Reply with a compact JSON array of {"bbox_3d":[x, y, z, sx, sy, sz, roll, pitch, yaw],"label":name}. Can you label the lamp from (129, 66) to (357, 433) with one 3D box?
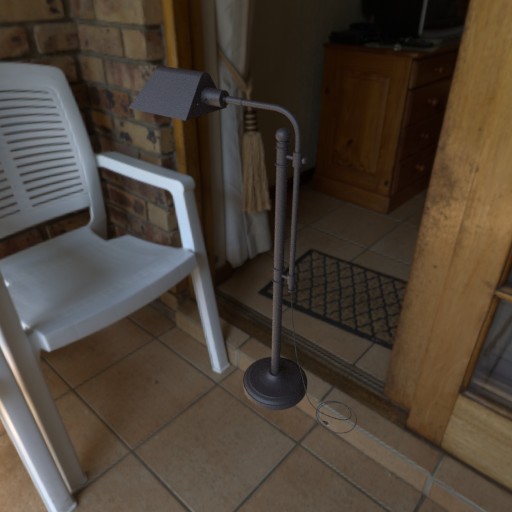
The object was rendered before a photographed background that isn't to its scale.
[{"bbox_3d":[0.000,0.000,0.942,0.545,0.708,0.159,21,38,30],"label":"lamp"}]
